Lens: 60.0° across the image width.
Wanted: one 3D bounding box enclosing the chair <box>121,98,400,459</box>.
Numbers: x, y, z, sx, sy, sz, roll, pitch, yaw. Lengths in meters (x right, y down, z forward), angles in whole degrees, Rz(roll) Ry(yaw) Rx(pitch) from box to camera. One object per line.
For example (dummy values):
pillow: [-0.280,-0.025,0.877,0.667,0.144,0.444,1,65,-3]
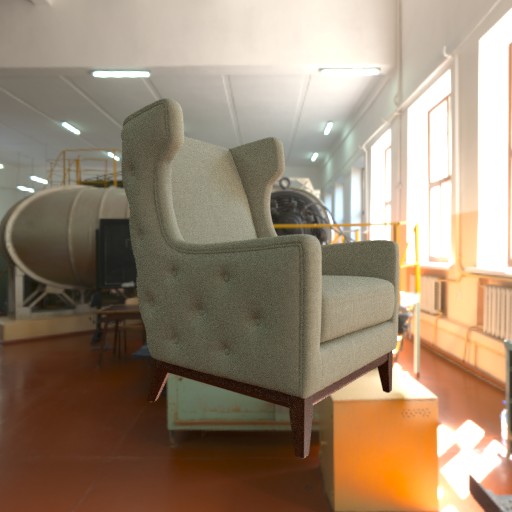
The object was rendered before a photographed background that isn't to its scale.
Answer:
chair: [0.000,0.000,1.702,0.899,1.079,0.778,1,1,36]
